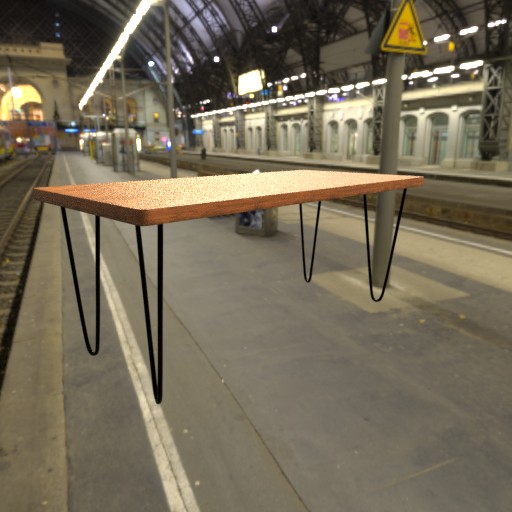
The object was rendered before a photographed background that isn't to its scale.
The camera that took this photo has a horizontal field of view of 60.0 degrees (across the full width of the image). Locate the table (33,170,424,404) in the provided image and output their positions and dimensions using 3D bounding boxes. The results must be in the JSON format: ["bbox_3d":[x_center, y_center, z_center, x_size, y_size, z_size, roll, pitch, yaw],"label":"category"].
[{"bbox_3d":[0.000,0.000,2.265,1.791,0.753,0.883,-14,20,-43],"label":"table"}]
